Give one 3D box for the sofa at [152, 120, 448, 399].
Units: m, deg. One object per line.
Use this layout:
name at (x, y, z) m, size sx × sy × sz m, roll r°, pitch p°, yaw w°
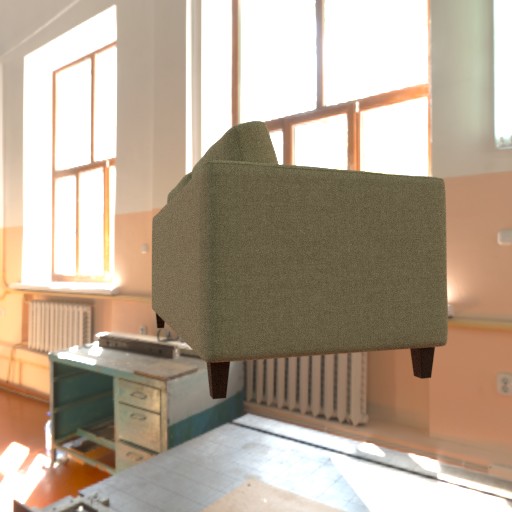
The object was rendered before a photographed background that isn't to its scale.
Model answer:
sofa at (0.000, 0.000, 2.390) m, size 0.950 × 0.963 × 1.884 m, roll 0°, pitch -1°, yaw -18°
